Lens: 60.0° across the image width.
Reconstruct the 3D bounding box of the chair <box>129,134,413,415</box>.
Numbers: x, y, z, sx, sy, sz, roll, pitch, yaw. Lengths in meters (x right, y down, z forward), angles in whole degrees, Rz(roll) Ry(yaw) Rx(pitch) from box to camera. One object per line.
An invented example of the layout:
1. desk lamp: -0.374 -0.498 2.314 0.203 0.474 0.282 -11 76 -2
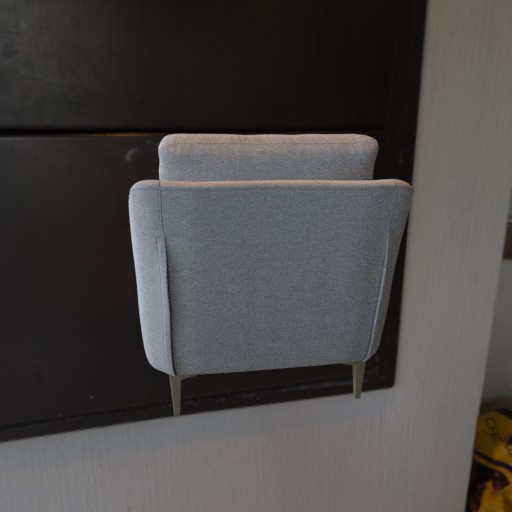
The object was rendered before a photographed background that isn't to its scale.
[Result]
1. chair: 0.000 0.000 1.702 0.986 0.902 0.961 -2 15 -9
